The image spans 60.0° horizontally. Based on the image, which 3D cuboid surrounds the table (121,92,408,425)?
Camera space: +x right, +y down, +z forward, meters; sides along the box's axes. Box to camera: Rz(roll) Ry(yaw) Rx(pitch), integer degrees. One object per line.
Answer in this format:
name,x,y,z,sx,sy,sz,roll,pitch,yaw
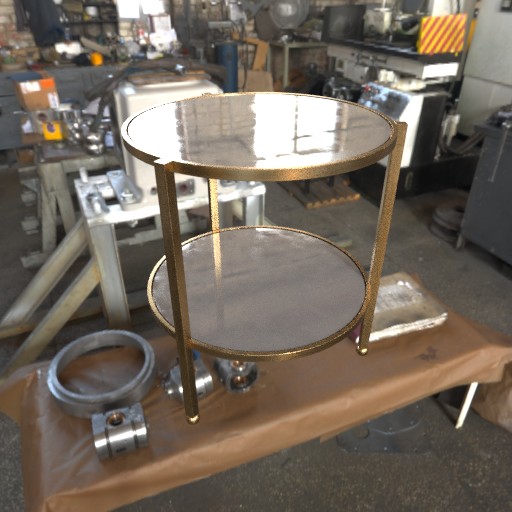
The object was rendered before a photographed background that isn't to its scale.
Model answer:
table,0.000,0.000,0.450,0.231,0.269,0.243,19,37,28
